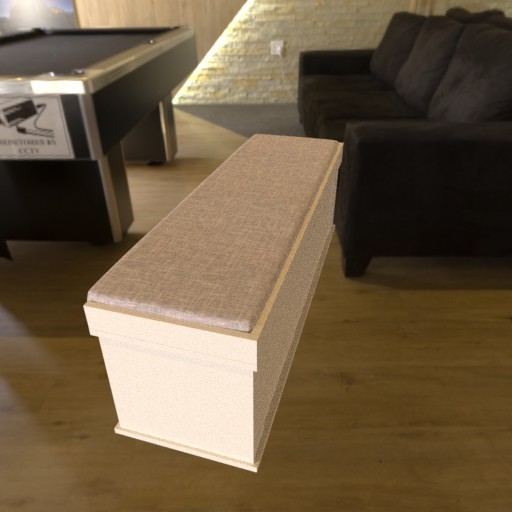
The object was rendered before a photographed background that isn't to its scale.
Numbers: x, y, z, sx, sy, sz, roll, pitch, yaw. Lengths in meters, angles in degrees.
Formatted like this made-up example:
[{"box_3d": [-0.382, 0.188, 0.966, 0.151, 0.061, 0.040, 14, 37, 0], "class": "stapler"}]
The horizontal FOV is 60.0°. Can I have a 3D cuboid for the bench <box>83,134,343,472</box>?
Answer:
[{"box_3d": [0.000, 0.000, 1.412, 0.363, 0.453, 1.196, 9, 32, 14], "class": "bench"}]
